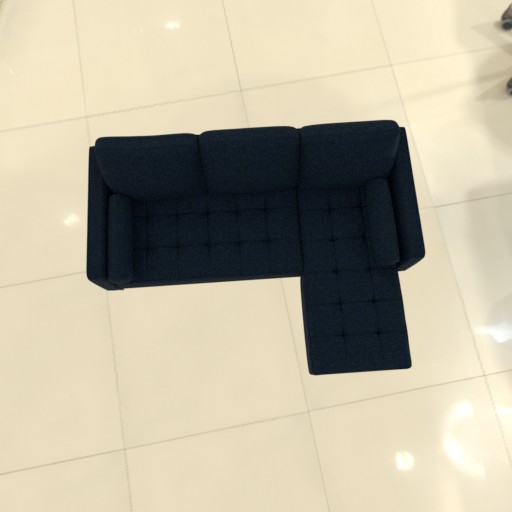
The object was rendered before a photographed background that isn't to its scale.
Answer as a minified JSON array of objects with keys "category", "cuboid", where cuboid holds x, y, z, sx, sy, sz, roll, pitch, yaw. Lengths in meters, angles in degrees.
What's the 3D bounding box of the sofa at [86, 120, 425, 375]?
[{"category":"sofa","cuboid":[0.000,0.000,2.989,2.185,0.841,1.613,-4,77,-1]}]
